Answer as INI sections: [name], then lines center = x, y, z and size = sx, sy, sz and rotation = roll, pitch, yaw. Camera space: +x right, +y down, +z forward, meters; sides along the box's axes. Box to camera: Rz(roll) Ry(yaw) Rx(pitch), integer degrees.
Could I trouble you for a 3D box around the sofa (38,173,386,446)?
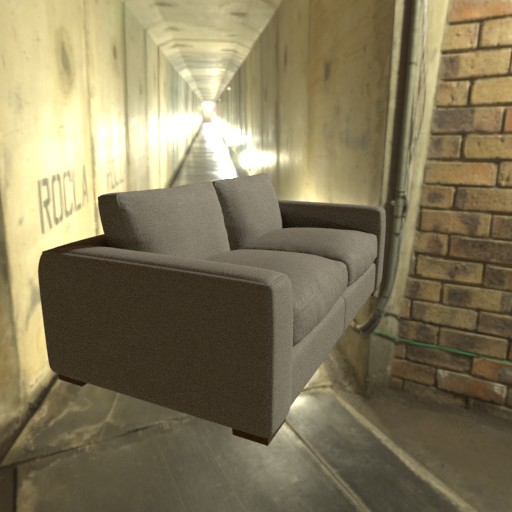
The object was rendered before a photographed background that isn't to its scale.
[sofa]
center = 0.000, 0.000, 2.411
size = 1.069, 0.800, 1.920
rotation = 7, 16, 25
